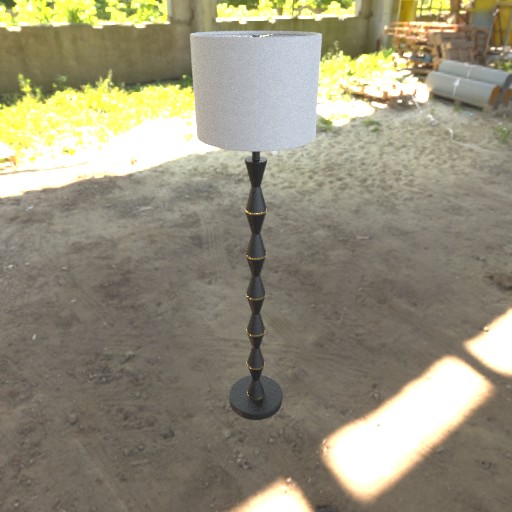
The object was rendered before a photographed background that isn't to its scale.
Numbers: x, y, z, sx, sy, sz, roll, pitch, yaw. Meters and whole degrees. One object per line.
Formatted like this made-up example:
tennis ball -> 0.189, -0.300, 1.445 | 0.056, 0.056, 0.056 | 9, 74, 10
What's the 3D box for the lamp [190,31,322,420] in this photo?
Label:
lamp -> 0.000, 0.000, 1.648 | 0.381, 1.480, 0.381 | 10, 31, 17
